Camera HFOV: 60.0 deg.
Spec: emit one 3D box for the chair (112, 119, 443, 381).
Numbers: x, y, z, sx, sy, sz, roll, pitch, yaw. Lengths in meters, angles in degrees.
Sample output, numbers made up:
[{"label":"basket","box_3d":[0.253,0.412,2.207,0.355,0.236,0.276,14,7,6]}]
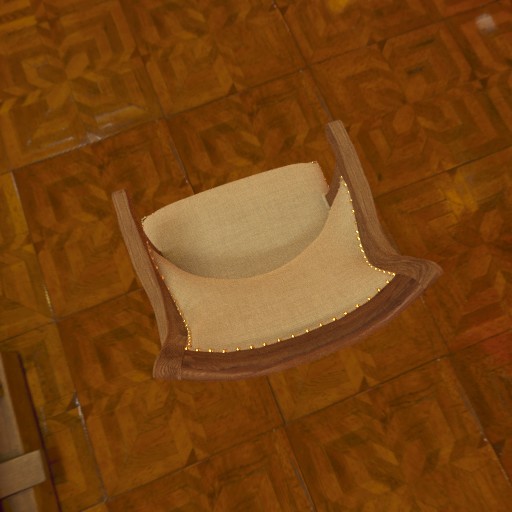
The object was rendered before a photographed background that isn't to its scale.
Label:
[{"label":"chair","box_3d":[0.000,0.000,1.388,0.656,0.965,0.689,-19,77,-5]}]
